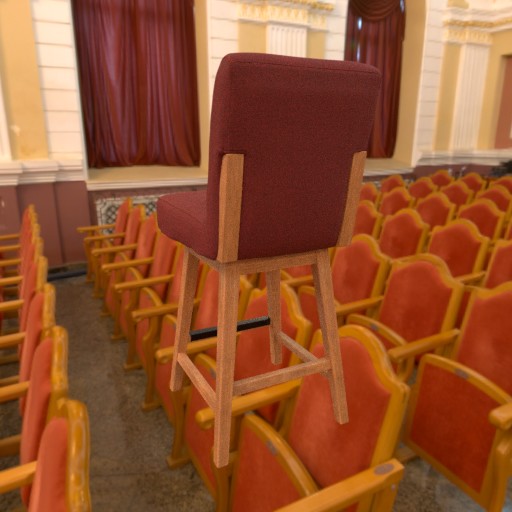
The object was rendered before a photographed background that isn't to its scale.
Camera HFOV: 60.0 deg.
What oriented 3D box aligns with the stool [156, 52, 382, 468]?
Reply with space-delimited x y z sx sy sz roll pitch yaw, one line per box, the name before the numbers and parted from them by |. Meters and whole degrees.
stool | 0.000 0.000 1.338 0.468 1.038 0.562 -8 17 -26
